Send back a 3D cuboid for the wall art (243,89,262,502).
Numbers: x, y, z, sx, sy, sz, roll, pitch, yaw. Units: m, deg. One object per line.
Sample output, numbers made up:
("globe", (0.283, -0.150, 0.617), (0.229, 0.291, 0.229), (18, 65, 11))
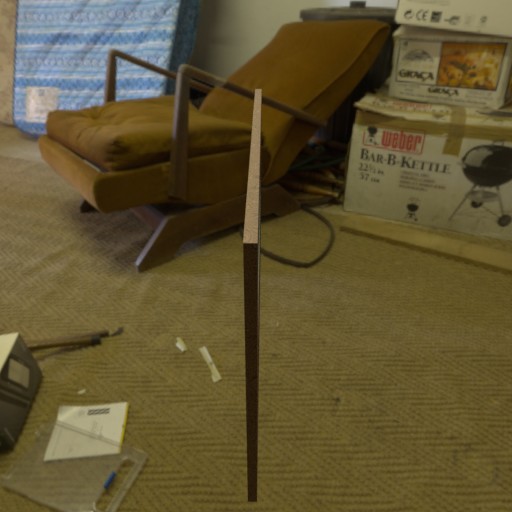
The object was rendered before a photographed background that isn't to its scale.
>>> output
("wall art", (0.000, 0.000, 1.139), (0.019, 0.626, 0.917), (1, 33, 1))
